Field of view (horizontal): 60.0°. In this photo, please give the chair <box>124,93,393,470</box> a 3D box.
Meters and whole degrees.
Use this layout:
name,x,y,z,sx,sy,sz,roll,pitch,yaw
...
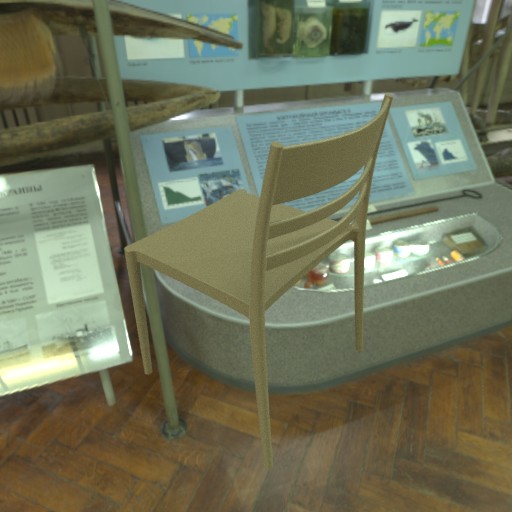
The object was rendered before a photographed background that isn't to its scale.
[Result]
name,x,y,z,sx,sy,sz,roll,pitch,yaw
chair,0.000,0.000,1.174,0.511,0.800,0.531,22,38,31
